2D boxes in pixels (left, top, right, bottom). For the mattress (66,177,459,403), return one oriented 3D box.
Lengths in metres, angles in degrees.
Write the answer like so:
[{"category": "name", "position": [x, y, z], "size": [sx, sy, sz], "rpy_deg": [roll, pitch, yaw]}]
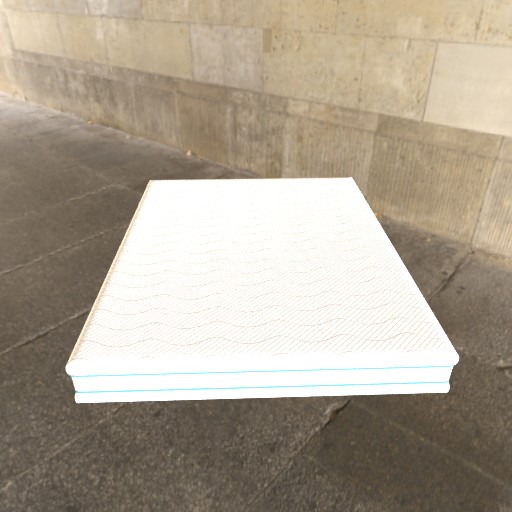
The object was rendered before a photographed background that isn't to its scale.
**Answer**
[{"category": "mattress", "position": [0.000, 0.000, 2.697], "size": [1.600, 0.230, 2.000], "rpy_deg": [-1, 31, -2]}]
